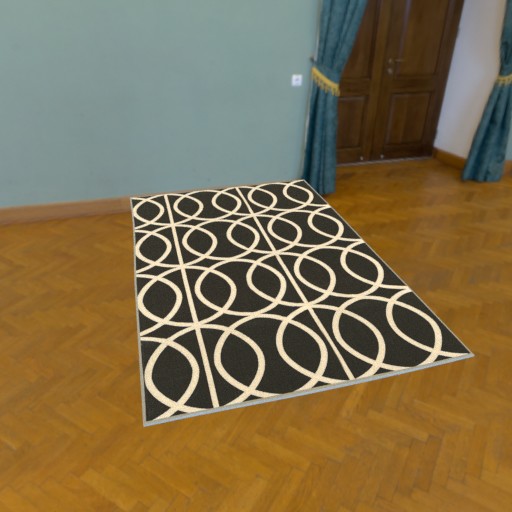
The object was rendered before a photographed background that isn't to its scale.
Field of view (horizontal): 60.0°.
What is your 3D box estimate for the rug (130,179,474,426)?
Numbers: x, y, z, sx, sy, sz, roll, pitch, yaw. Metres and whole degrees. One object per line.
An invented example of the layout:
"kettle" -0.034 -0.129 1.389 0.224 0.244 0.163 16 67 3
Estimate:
"rug" 0.000 0.000 2.848 1.528 0.014 2.294 -8 32 -13
